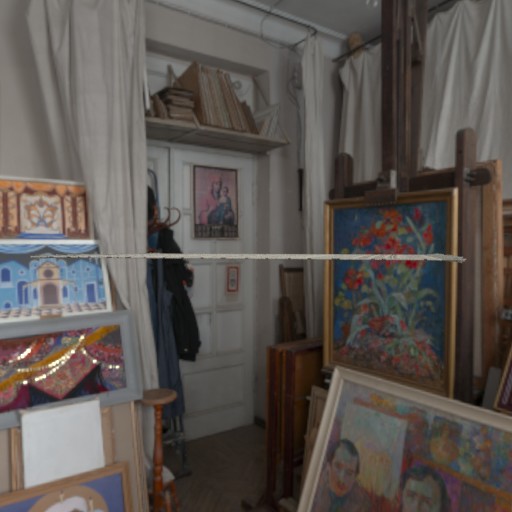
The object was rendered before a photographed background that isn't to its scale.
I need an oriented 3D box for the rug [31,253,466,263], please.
[{"bbox_3d":[0.000,0.000,3.061,2.472,0.035,1.495,0,1,18],"label":"rug"}]
